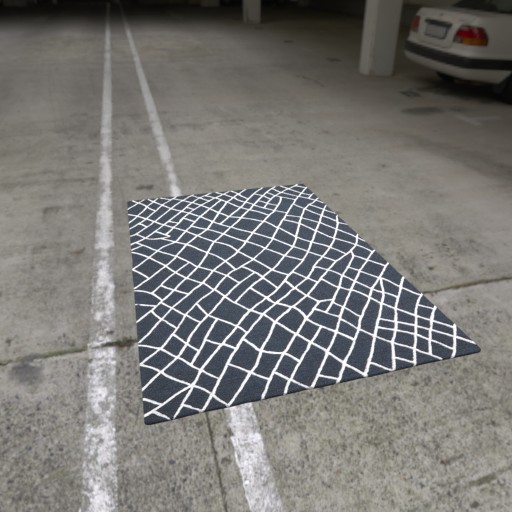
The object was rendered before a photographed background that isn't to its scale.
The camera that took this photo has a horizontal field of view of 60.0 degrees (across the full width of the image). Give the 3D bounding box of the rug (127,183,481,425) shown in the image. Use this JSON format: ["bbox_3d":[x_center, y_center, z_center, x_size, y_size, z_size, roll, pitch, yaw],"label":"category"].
[{"bbox_3d":[0.000,0.000,2.252,1.223,0.013,1.830,-8,30,-14],"label":"rug"}]
